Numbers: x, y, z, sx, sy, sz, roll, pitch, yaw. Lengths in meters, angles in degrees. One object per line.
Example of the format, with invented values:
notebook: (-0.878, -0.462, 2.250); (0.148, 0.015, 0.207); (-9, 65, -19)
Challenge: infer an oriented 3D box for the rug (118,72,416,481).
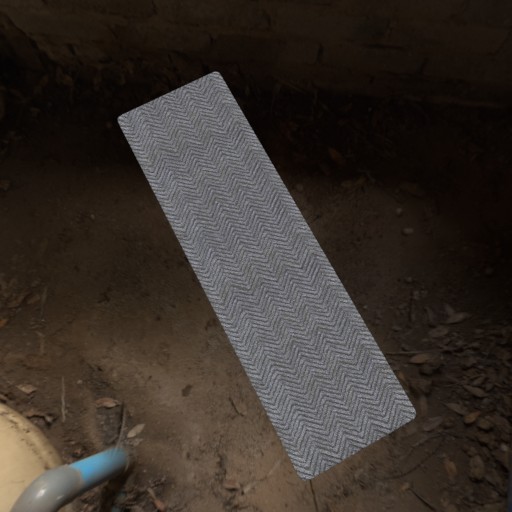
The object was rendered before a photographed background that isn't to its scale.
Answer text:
rug: (0.000, 0.000, 2.476); (0.686, 0.008, 2.286); (-27, 79, -6)
